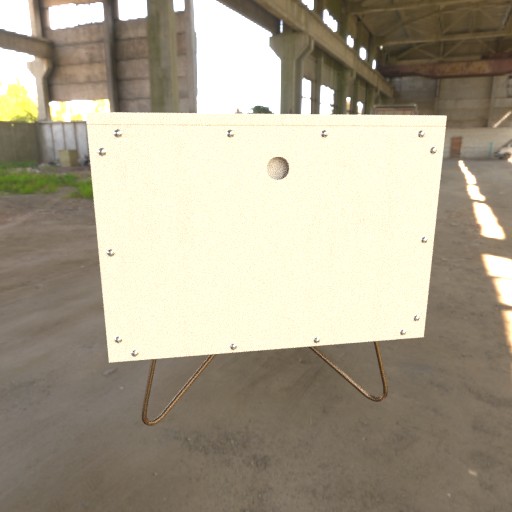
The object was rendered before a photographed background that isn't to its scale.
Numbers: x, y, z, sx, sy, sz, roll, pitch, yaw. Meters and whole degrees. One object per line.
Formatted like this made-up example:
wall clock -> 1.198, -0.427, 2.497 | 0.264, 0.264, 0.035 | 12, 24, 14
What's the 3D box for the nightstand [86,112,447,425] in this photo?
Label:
nightstand -> 0.000, 0.000, 1.025 | 0.614, 0.604, 0.447 | -3, 15, -10
